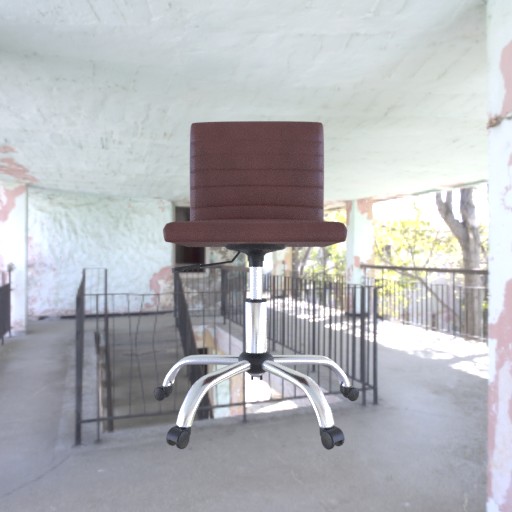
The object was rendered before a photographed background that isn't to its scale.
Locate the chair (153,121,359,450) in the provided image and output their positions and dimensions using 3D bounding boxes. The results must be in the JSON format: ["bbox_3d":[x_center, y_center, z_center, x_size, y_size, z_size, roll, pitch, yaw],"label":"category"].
[{"bbox_3d":[0.000,0.000,1.145,0.556,0.780,0.530,0,0,1],"label":"chair"}]
